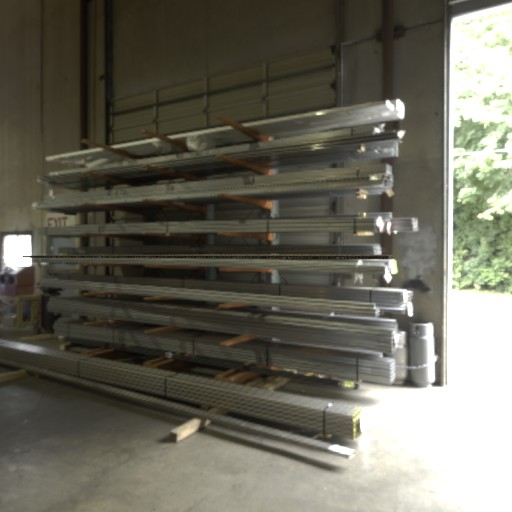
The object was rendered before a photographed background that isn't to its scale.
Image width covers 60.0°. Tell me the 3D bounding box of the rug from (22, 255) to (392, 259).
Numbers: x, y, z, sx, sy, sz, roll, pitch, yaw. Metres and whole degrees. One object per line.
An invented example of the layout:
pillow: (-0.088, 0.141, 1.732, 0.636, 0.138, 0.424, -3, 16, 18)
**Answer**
rug: (0.000, 0.000, 3.955, 2.315, 0.015, 2.932, 0, 0, 17)
